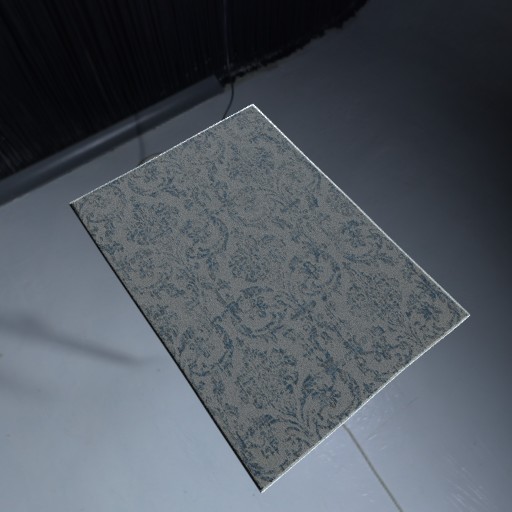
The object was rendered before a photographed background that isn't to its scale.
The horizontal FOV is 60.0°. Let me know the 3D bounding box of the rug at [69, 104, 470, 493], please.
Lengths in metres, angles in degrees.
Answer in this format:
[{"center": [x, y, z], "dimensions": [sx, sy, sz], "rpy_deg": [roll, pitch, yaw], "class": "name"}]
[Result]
[{"center": [0.000, 0.000, 2.864], "dimensions": [1.586, 0.014, 2.197], "rpy_deg": [-34, 67, -16], "class": "rug"}]
